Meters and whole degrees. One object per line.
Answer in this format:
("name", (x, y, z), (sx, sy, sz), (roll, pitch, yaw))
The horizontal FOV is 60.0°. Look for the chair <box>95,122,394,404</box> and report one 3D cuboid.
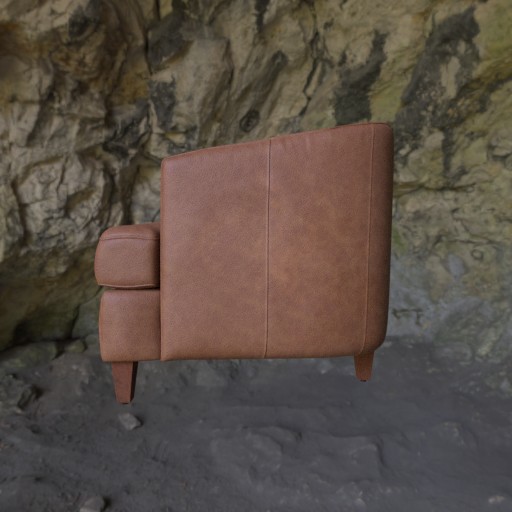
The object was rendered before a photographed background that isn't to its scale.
("chair", (0.000, 0.000, 1.742), (0.911, 0.836, 1.119), (0, 0, -1))
